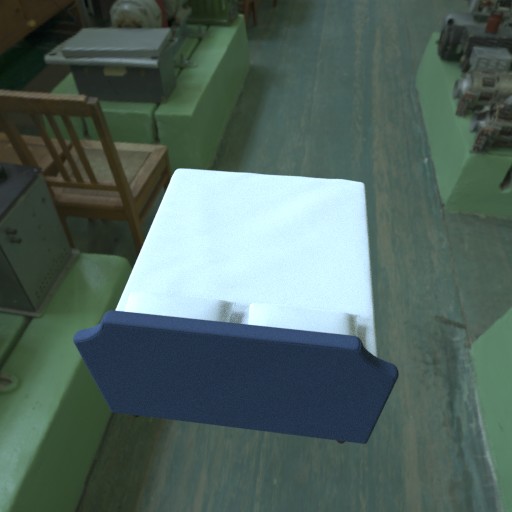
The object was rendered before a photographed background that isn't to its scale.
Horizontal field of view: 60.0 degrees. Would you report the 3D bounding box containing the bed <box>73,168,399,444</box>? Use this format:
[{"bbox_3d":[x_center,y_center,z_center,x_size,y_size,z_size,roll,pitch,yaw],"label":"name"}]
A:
[{"bbox_3d":[0.000,0.000,4.210,2.350,1.488,2.773,5,47,5],"label":"bed"}]
